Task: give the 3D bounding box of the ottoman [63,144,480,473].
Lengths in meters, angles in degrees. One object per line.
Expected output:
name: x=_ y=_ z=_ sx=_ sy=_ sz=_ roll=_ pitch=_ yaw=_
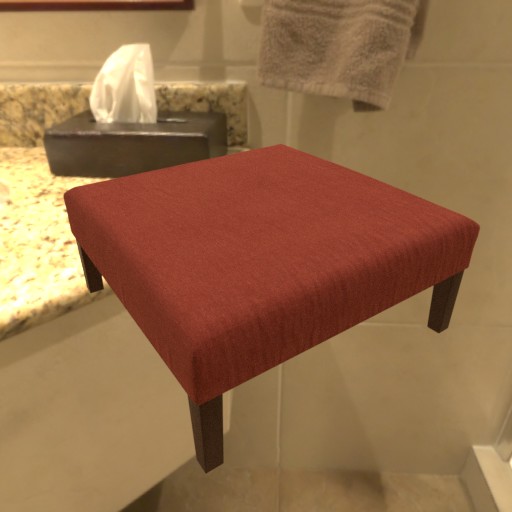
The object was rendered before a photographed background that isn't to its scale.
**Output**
ottoman: x=0.000 y=0.000 z=1.389 sx=0.889 sy=0.411 sz=0.890 roll=-19 pitch=36 yaw=-29
